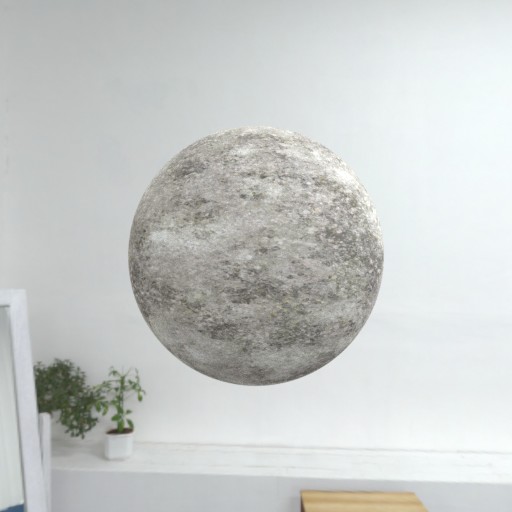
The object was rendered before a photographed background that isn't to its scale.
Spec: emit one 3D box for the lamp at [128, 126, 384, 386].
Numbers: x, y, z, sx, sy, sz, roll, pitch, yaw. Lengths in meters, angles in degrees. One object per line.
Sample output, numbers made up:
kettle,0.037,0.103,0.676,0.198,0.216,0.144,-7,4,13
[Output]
lamp,0.000,0.000,0.760,0.422,0.429,0.422,0,-1,0
